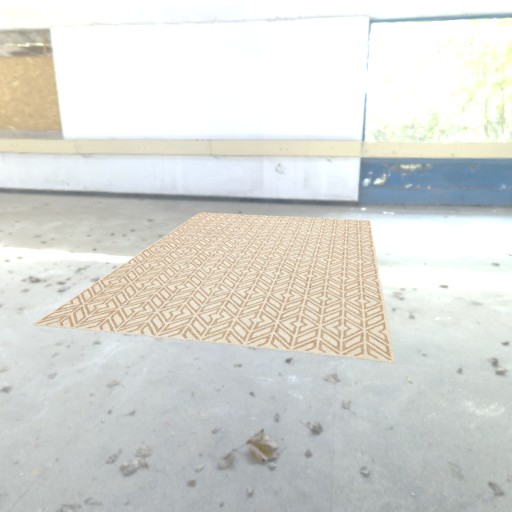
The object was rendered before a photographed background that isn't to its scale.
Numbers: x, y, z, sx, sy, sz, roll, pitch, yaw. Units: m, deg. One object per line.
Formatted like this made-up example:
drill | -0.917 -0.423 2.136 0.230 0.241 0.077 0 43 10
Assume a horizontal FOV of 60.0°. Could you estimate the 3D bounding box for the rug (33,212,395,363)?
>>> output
rug | 0.000 0.000 2.285 1.220 0.007 1.828 4 18 11
